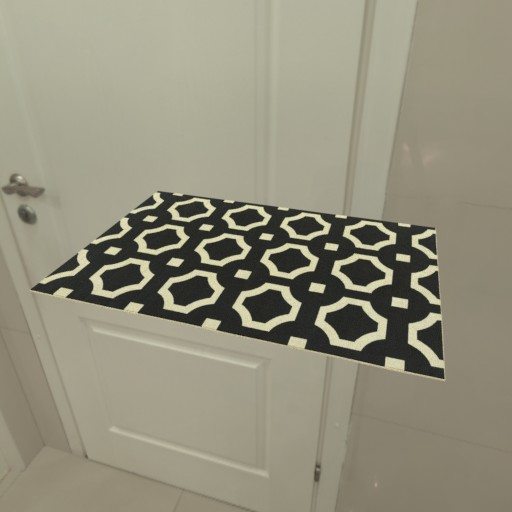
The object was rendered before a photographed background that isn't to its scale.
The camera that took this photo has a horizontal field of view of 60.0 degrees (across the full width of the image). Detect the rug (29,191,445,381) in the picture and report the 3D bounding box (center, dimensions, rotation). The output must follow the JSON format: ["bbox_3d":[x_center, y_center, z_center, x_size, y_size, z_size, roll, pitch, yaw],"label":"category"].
[{"bbox_3d":[0.000,0.000,2.922,2.286,0.016,1.555,9,32,15],"label":"rug"}]
